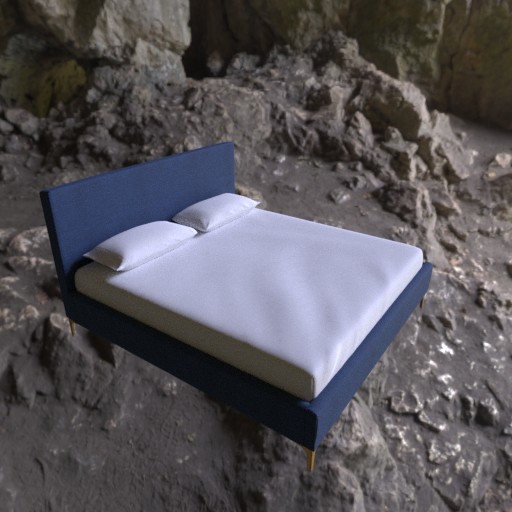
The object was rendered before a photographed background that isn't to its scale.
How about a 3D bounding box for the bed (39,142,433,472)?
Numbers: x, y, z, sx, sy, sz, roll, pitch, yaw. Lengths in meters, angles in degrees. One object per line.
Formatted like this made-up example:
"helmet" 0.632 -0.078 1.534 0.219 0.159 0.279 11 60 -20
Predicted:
"bed" 0.000 0.000 3.504 2.232 1.231 2.096 17 31 31
